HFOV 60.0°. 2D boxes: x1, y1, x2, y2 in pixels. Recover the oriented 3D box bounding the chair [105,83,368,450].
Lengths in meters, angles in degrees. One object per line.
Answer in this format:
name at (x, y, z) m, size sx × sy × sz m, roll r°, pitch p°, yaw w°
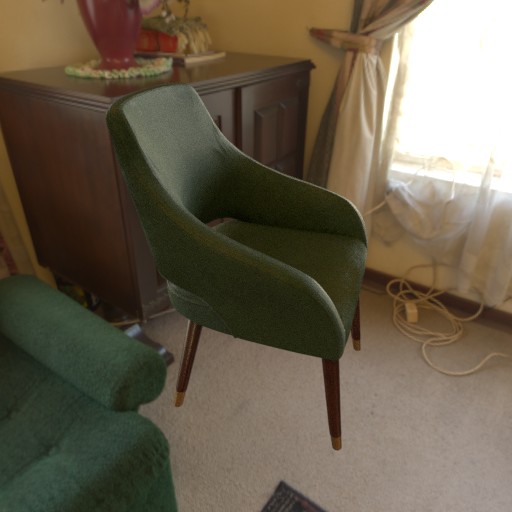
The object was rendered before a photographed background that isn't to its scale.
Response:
chair at (0.000, 0.000, 1.571) m, size 0.794 × 1.081 × 0.683 m, roll 9°, pitch 31°, yaw 16°
